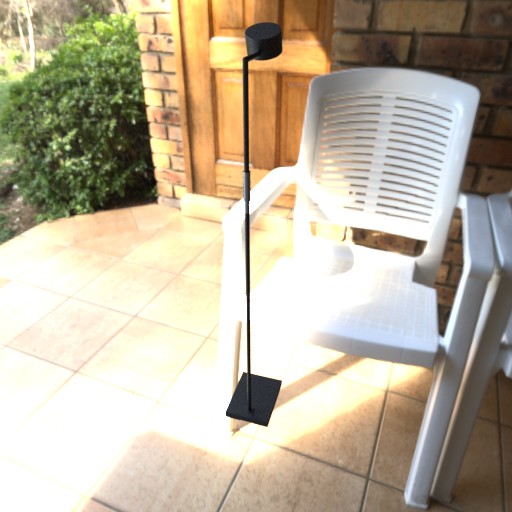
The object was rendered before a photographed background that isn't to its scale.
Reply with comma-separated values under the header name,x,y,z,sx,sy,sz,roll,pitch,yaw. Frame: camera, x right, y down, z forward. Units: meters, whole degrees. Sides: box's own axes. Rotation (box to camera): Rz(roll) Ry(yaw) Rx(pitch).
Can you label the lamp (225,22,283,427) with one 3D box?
name,x,y,z,sx,sy,sz,roll,pitch,yaw
lamp,0.000,0.000,1.728,0.203,1.600,0.304,9,32,14
